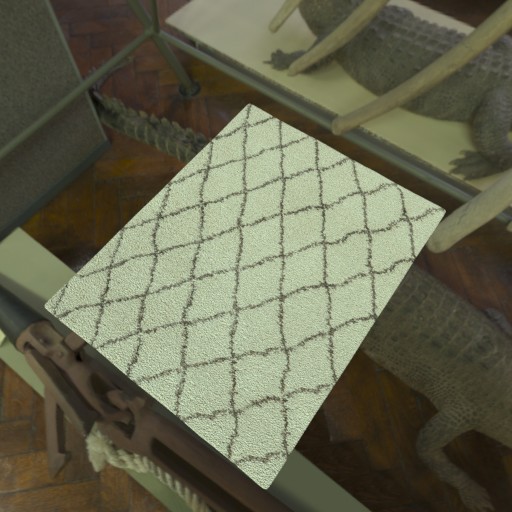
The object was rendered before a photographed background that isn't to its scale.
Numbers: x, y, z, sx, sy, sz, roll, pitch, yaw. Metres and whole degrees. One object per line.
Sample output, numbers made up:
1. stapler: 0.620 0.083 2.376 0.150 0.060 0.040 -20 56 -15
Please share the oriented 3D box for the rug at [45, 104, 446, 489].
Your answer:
1. rug: 0.000 0.000 4.156 2.438 0.029 3.047 33 68 16
